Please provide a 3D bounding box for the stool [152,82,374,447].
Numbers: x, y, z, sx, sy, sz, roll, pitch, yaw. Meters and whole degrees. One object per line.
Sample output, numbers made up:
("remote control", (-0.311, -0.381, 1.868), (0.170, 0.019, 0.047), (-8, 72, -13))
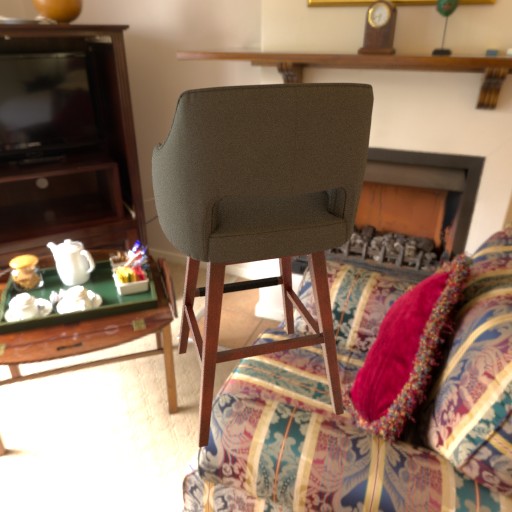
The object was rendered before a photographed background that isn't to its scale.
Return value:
("stool", (0.000, 0.000, 1.330), (0.548, 1.012, 0.558), (-7, 27, -15))
